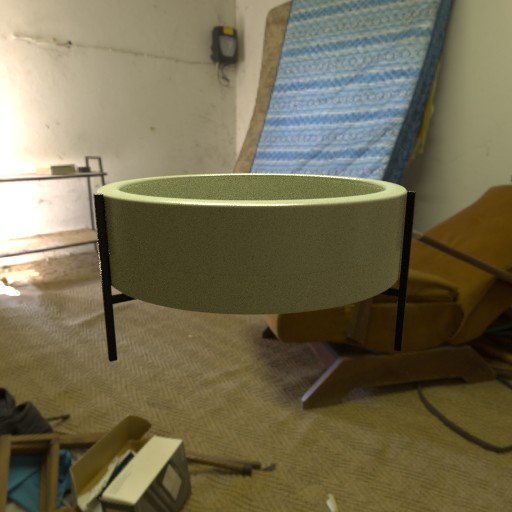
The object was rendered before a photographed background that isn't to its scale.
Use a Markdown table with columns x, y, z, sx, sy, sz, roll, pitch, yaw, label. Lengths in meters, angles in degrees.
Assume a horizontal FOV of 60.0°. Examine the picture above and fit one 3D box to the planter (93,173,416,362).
| x | y | z | sx | sy | sz | roll | pitch | yaw | label |
| --- | --- | --- | --- | --- | --- | --- | --- | --- | --- |
| 0.000 | 0.000 | 0.524 | 0.345 | 0.171 | 0.336 | 7 | 16 | 25 | planter |
